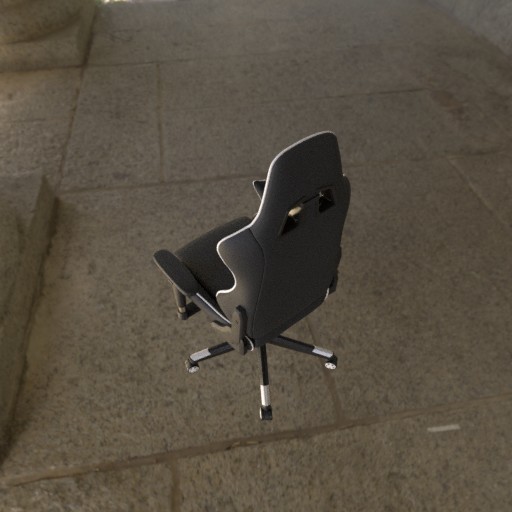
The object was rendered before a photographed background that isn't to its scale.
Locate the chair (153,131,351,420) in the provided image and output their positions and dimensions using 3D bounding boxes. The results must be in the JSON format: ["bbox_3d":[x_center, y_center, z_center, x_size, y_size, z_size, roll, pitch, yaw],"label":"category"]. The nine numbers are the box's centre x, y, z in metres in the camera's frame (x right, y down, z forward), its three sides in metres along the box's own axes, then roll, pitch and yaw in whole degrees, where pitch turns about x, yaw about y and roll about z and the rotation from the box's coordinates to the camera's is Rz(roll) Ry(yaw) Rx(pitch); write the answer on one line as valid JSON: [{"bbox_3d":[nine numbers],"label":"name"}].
[{"bbox_3d":[0.000,0.000,1.706,0.700,1.240,0.700,-31,54,-25],"label":"chair"}]
